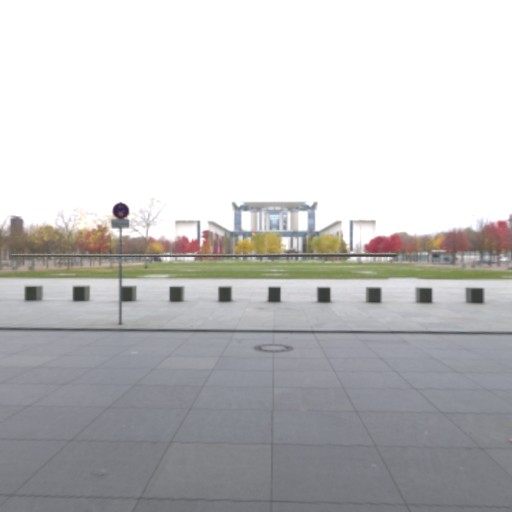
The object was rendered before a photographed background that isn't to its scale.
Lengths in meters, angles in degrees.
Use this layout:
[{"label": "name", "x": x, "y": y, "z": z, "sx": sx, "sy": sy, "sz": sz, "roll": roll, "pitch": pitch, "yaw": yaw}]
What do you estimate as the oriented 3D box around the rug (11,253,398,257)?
[{"label": "rug", "x": 0.000, "y": 0.000, "z": 3.987, "sx": 2.410, "sy": 0.021, "sz": 3.055, "roll": 0, "pitch": 0, "yaw": 17}]
